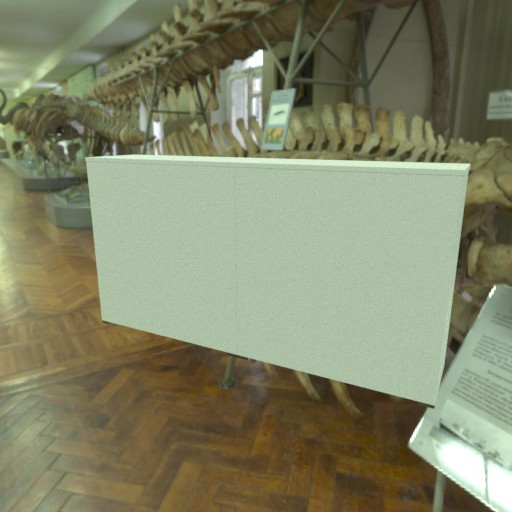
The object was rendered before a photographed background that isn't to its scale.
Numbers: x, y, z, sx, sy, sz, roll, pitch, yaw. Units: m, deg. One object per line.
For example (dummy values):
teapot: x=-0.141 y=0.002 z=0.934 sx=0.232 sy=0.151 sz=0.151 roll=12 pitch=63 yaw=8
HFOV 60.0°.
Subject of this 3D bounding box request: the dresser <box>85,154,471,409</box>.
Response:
dresser: x=0.000 y=0.000 z=1.867 sx=1.535 sy=0.790 sz=0.333 roll=8 pitch=17 yaw=27
